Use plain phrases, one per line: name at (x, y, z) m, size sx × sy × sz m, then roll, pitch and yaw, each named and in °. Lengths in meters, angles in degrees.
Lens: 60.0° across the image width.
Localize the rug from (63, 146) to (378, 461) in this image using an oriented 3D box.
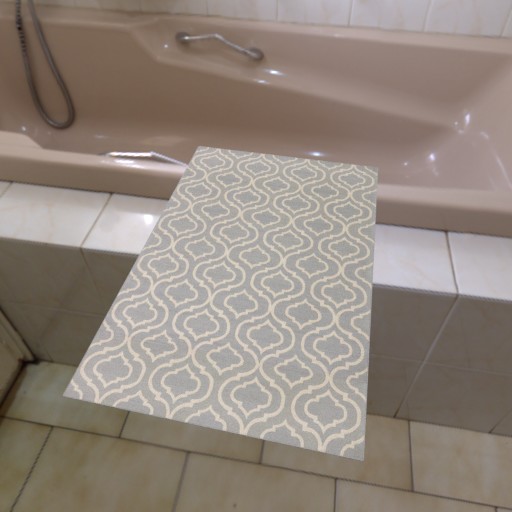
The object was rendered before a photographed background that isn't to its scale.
rug at (0.000, 0.000, 2.199) m, size 1.141 × 0.015 × 1.749 m, roll 9°, pitch 48°, yaw 8°
